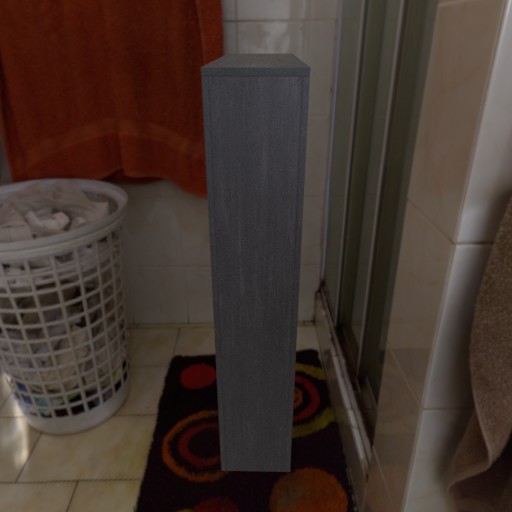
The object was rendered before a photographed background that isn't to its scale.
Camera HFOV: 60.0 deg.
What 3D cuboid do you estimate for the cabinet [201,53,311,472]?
[{"bbox_3d":[0.000,0.000,1.572,0.250,1.280,0.750,1,27,1],"label":"cabinet"}]
